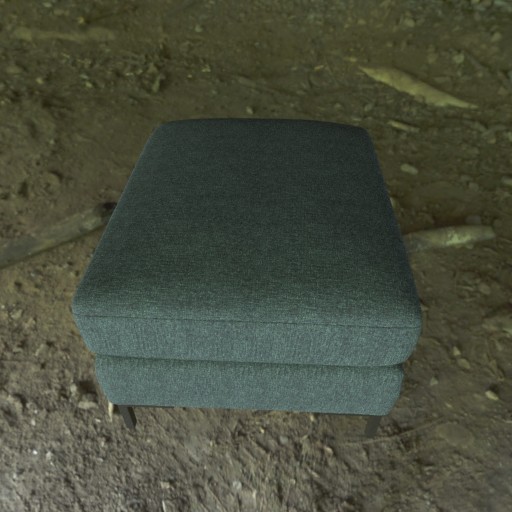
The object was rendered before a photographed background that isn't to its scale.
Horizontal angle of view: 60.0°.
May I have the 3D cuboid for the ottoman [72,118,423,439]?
[{"bbox_3d":[0.000,0.000,1.275,0.695,0.533,0.831,2,41,2],"label":"ottoman"}]
